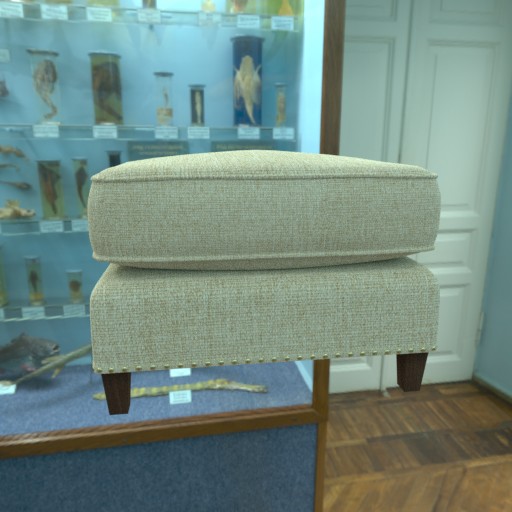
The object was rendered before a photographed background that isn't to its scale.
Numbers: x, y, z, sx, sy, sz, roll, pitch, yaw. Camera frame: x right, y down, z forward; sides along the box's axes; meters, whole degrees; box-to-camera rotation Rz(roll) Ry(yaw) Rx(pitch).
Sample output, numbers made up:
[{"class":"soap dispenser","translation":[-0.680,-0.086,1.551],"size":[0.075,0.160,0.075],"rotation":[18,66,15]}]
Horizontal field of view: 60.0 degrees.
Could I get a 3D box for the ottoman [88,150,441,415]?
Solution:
[{"class":"ottoman","translation":[0.000,0.000,1.152],"size":[0.738,0.537,0.589],"rotation":[-2,14,-8]}]
